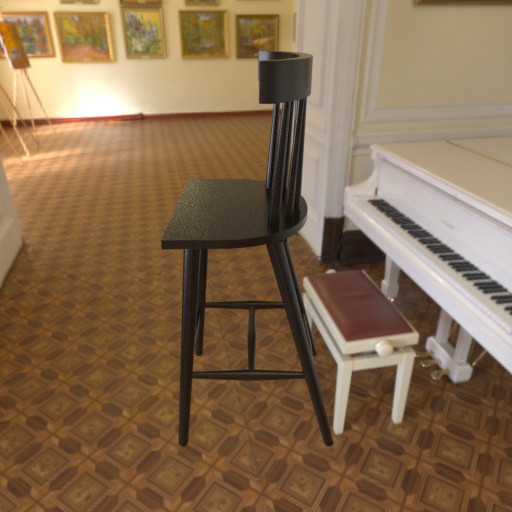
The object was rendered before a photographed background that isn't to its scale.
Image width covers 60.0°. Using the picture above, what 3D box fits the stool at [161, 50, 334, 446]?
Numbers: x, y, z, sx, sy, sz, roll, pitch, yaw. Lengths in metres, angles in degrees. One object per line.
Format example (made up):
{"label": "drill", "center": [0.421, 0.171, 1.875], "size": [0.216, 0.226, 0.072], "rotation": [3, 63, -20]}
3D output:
{"label": "stool", "center": [0.000, 0.000, 1.320], "size": [0.483, 1.092, 0.482], "rotation": [0, 27, 0]}
